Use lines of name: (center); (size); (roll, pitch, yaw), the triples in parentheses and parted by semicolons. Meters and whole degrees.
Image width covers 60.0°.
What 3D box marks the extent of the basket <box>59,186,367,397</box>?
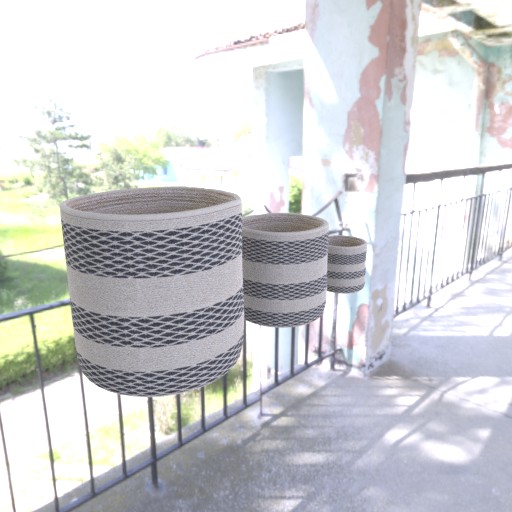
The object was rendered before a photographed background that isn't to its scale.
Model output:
basket: (0.000, 0.000, 1.116); (0.917, 0.356, 0.351); (-15, 21, -43)
